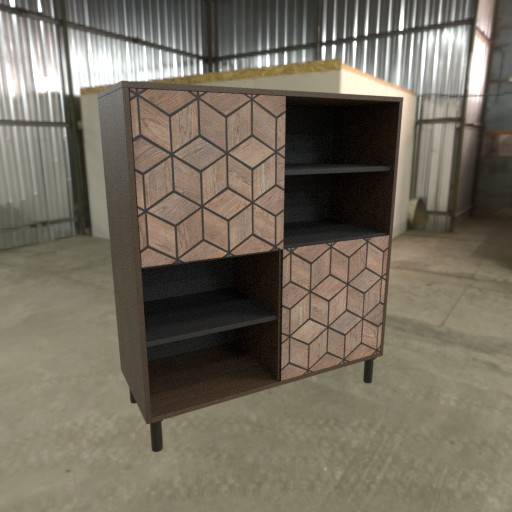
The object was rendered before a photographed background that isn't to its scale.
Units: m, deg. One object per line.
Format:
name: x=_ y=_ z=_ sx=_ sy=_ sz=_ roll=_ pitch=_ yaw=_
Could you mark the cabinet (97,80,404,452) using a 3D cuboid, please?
cabinet: x=0.000 y=0.000 z=1.712 sx=1.010 sy=1.170 sz=0.400 roll=-8 pitch=17 yaw=-27
